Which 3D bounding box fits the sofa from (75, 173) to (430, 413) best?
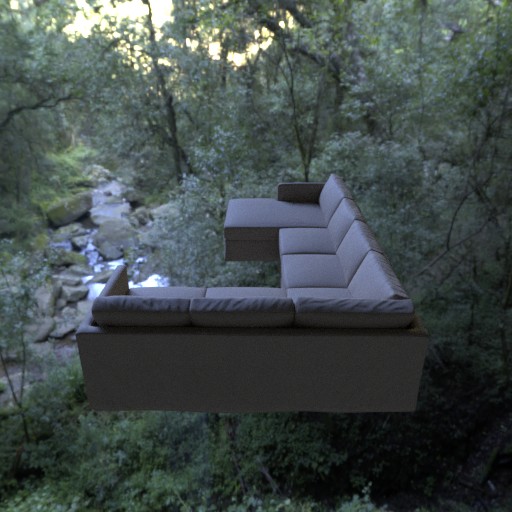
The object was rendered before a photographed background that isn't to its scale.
[{"bbox_3d":[0.000,0.000,4.649,2.476,0.878,3.528,0,26,1],"label":"sofa"}]
